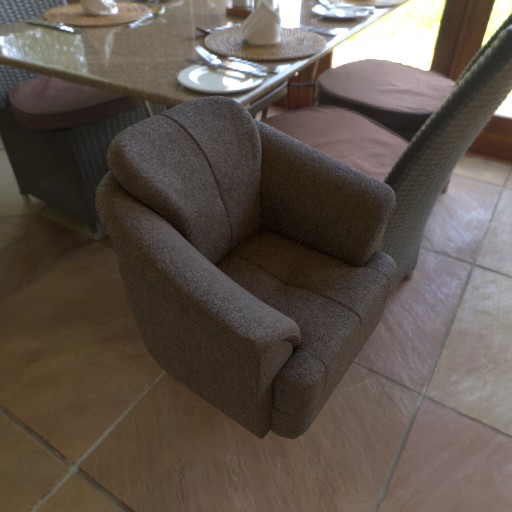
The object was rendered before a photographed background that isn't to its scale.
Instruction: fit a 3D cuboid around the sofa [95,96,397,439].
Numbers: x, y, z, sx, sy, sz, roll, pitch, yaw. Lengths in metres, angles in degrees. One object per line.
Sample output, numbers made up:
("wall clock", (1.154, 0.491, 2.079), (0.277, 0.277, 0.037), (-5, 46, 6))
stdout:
("sofa", (0.000, 0.000, 1.477), (0.794, 0.811, 0.870), (25, 45, 27))
